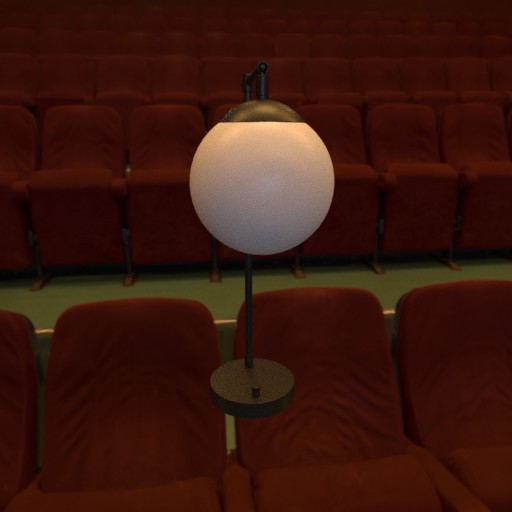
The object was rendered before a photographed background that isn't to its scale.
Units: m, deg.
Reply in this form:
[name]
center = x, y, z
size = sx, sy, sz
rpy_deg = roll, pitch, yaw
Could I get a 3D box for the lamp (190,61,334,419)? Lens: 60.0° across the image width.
[lamp]
center = 0.000, 0.000, 0.701
size = 0.197, 0.559, 0.316
rpy_deg = -2, 16, -8
